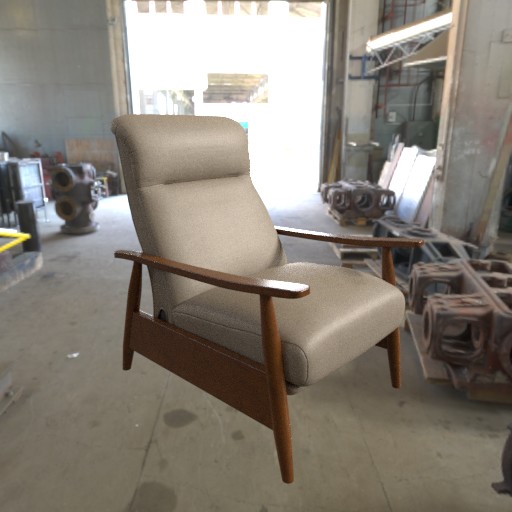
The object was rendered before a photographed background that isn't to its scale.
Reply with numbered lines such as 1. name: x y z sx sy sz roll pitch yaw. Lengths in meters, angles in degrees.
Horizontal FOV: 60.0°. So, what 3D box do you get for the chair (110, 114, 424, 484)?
1. chair: 0.000 0.000 1.759 1.032 1.082 0.762 15 22 42
